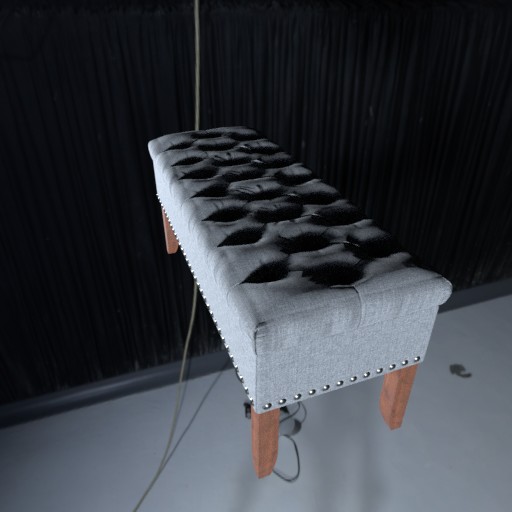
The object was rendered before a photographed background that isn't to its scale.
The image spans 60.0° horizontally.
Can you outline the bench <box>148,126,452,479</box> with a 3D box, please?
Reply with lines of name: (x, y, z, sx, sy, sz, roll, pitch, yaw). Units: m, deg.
bench: (0.000, 0.000, 1.299, 0.417, 0.470, 1.052, -12, 34, -17)
